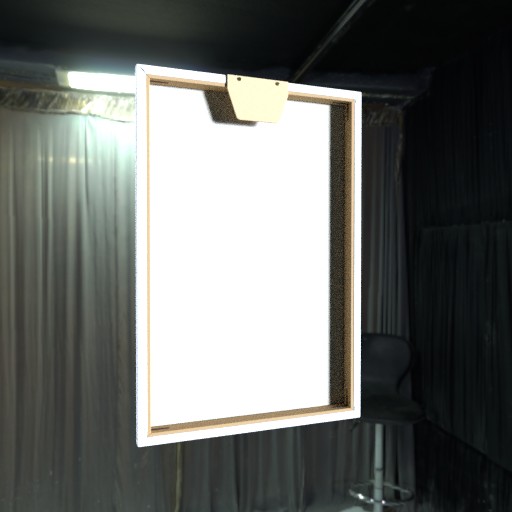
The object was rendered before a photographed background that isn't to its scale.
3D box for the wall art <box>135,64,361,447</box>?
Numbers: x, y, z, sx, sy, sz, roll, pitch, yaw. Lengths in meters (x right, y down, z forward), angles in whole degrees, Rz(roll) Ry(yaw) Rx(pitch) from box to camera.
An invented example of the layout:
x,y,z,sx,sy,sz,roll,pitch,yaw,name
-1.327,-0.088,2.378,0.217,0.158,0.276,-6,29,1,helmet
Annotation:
x,y,z,sx,sy,sz,roll,pitch,yaw,name
0.000,0.000,1.151,0.602,0.902,0.048,0,1,-18,wall art
